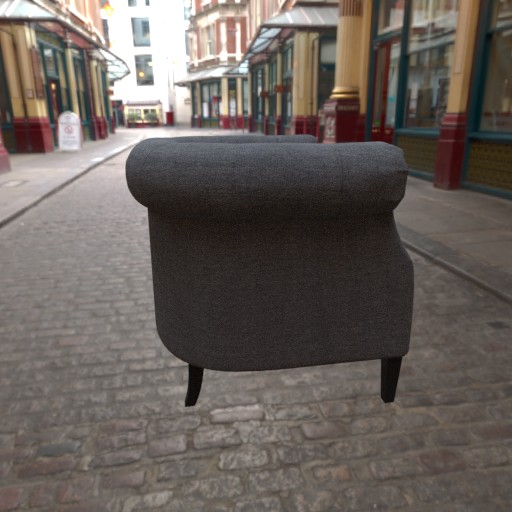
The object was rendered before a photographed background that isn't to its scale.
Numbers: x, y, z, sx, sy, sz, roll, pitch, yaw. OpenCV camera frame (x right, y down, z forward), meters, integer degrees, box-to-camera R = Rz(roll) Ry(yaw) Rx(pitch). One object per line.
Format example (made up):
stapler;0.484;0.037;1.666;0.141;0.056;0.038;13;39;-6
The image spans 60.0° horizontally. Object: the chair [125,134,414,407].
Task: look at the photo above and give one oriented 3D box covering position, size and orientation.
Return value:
chair;0.000;0.000;1.593;0.852;0.827;0.905;-3;17;-10
